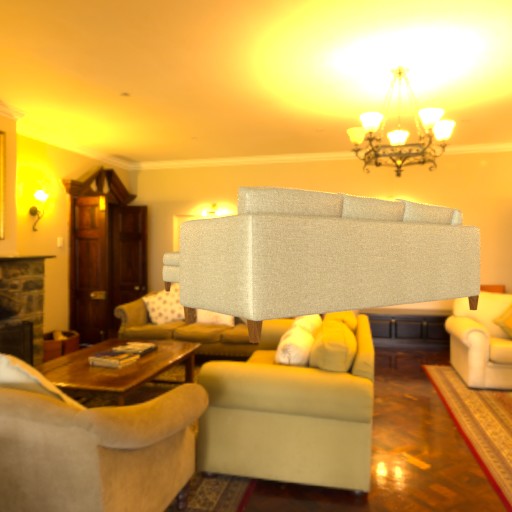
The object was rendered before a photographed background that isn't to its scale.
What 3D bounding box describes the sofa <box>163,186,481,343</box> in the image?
[{"bbox_3d":[0.000,0.000,4.647,2.594,0.961,3.460,0,1,-36],"label":"sofa"}]
